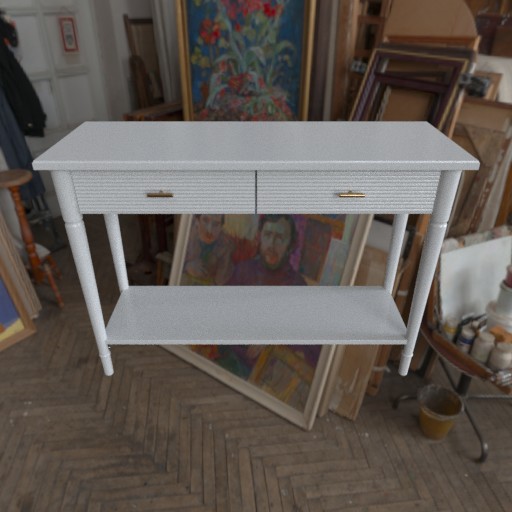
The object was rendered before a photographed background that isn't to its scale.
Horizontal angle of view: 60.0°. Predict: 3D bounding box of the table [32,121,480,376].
[{"bbox_3d":[0.000,0.000,1.407,1.067,0.749,0.381,0,31,0],"label":"table"}]
